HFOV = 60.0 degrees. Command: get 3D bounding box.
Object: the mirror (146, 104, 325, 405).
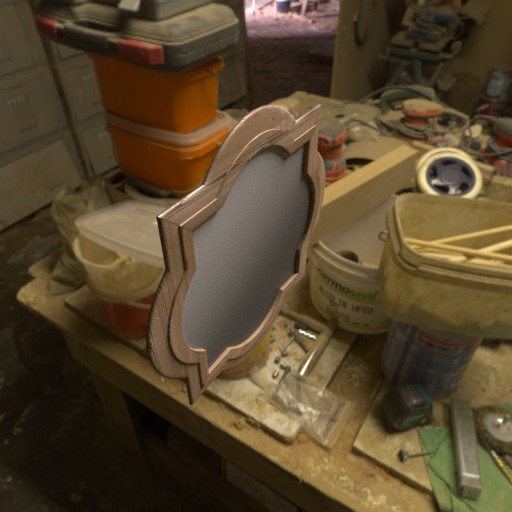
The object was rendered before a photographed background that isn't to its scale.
[{"bbox_3d":[0.000,0.000,1.046,0.019,0.686,0.686,24,46,25],"label":"mirror"}]
